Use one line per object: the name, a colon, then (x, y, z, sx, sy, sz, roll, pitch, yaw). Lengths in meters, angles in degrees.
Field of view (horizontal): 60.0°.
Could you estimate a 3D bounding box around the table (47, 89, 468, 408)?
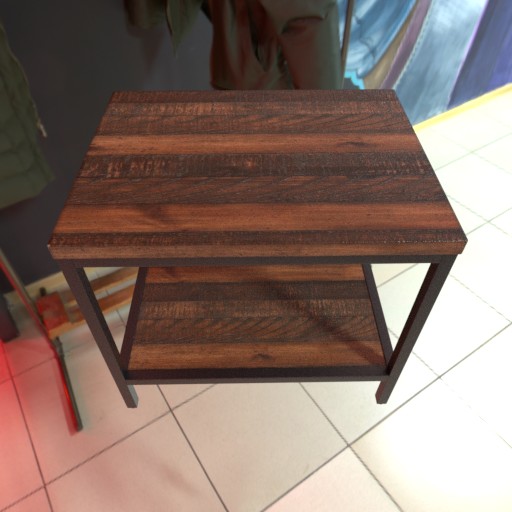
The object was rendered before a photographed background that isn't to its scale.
table: (0.000, 0.000, 1.113, 0.678, 0.612, 0.524, -1, 47, -1)
